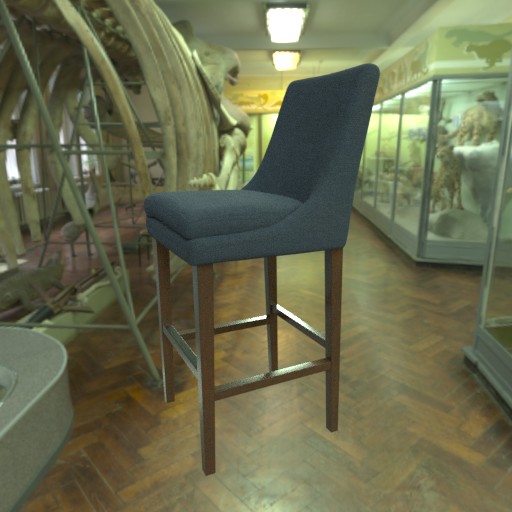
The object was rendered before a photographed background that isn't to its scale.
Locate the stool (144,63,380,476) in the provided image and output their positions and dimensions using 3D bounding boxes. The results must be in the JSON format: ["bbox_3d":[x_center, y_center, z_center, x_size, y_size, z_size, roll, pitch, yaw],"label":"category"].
[{"bbox_3d":[0.000,0.000,1.358,0.577,1.078,0.470,-7,16,-26],"label":"stool"}]
